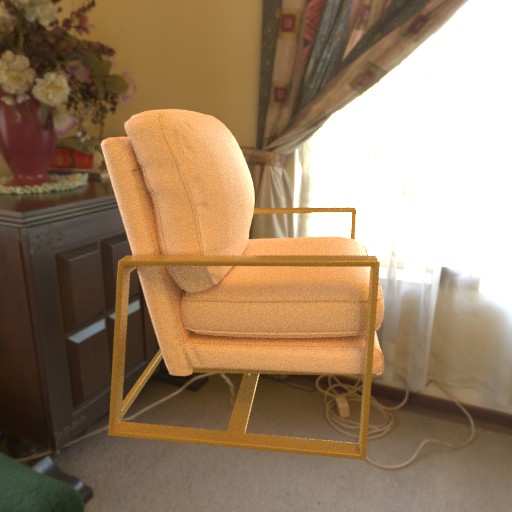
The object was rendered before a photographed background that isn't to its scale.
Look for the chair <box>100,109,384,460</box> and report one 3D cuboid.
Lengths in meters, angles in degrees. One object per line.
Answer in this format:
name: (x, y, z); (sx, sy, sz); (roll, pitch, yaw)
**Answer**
chair: (0.000, 0.000, 1.526); (0.813, 0.956, 0.758); (2, 17, 8)
